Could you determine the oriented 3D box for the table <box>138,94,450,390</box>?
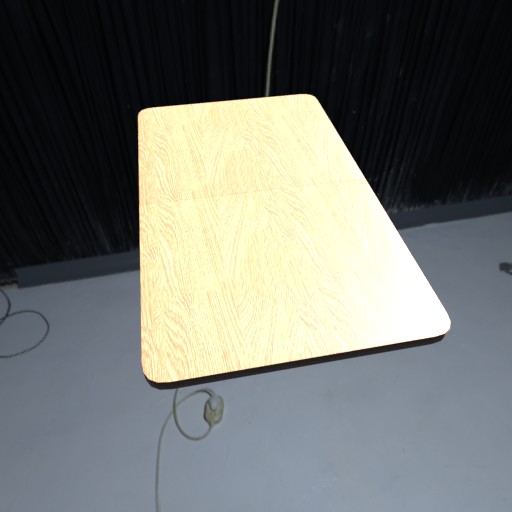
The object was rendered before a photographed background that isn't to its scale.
[{"bbox_3d":[0.000,0.000,2.110,0.950,0.770,1.600,-8,46,-8],"label":"table"}]
